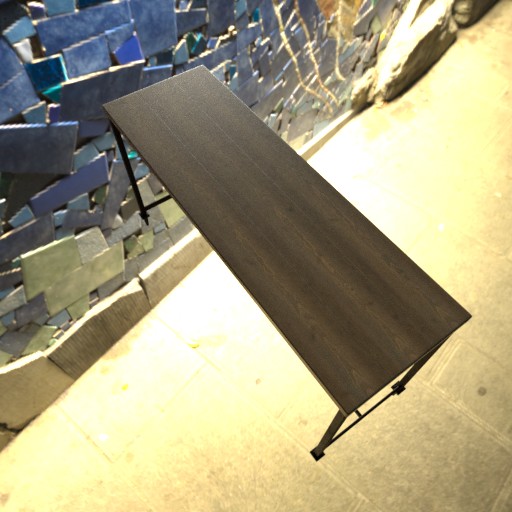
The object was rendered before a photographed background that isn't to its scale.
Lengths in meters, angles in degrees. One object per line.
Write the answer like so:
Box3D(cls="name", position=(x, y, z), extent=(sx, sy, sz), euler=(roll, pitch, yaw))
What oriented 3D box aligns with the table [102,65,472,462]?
Box3D(cls="table", position=(0.000, 0.000, 2.125), extent=(0.551, 0.902, 1.700), euler=(-31, 62, -19))
